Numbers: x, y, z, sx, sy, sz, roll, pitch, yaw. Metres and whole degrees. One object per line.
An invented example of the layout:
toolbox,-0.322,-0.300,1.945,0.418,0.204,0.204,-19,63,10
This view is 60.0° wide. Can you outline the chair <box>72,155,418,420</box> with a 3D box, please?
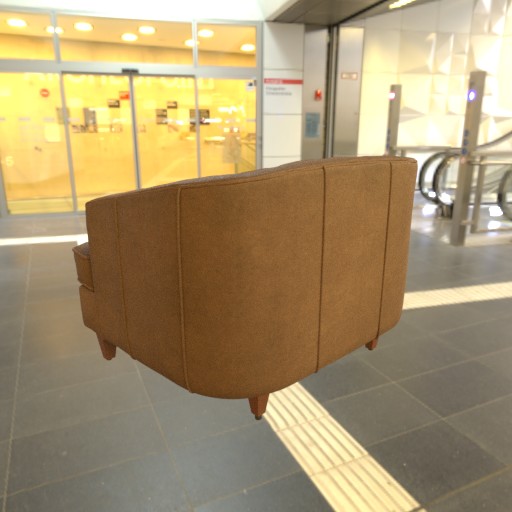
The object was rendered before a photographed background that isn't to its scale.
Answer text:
chair,0.000,0.000,1.727,1.118,0.787,0.914,-15,22,-42
